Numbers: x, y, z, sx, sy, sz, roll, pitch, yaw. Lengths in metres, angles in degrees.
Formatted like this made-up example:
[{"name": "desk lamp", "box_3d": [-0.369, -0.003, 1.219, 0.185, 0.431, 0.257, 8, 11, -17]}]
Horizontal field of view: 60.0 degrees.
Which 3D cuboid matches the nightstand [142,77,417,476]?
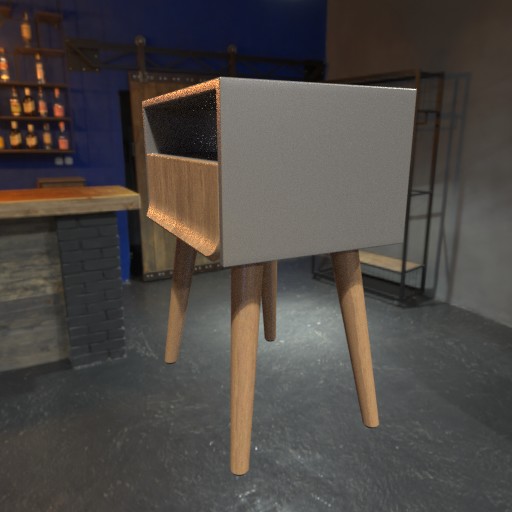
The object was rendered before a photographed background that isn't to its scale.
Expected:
[{"name": "nightstand", "box_3d": [0.000, 0.000, 0.745, 0.288, 0.508, 0.370, -7, 17, -25]}]
